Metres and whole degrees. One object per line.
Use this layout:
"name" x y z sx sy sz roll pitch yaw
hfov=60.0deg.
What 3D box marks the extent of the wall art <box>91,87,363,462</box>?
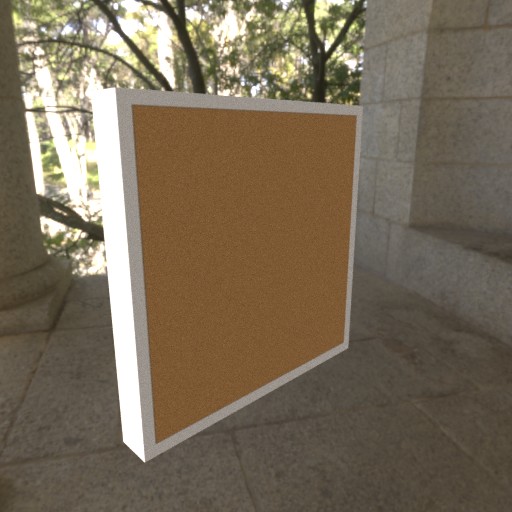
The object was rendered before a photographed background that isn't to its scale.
"wall art" 0.000 0.000 0.458 0.305 0.305 0.038 -14 21 -42
